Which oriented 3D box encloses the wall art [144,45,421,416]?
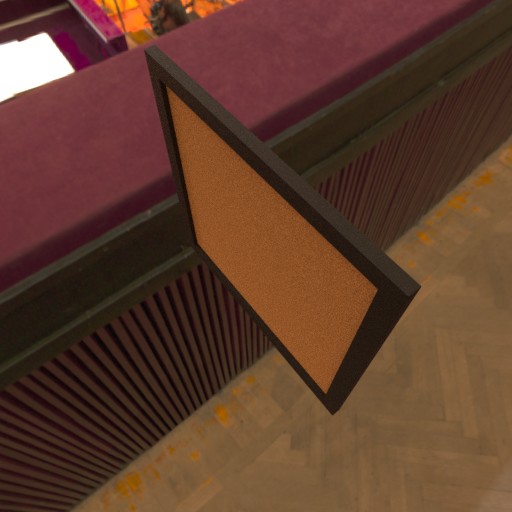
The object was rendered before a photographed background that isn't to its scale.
[{"bbox_3d":[0.000,0.000,1.509,0.038,1.016,1.016,-33,64,-19],"label":"wall art"}]
